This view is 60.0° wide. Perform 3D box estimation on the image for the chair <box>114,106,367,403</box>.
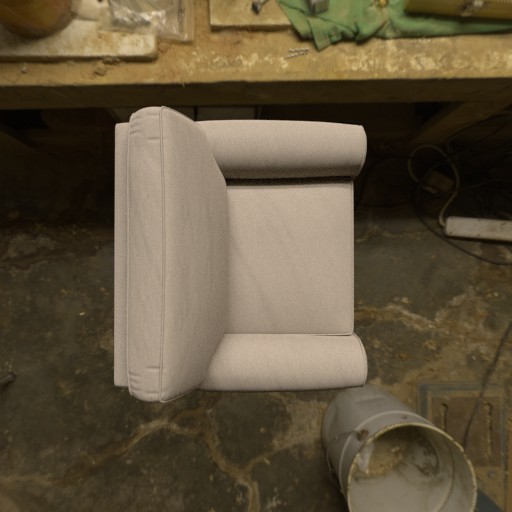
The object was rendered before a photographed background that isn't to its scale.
[{"bbox_3d":[0.000,0.000,1.895,0.988,1.017,1.135,0,89,-1],"label":"chair"}]
